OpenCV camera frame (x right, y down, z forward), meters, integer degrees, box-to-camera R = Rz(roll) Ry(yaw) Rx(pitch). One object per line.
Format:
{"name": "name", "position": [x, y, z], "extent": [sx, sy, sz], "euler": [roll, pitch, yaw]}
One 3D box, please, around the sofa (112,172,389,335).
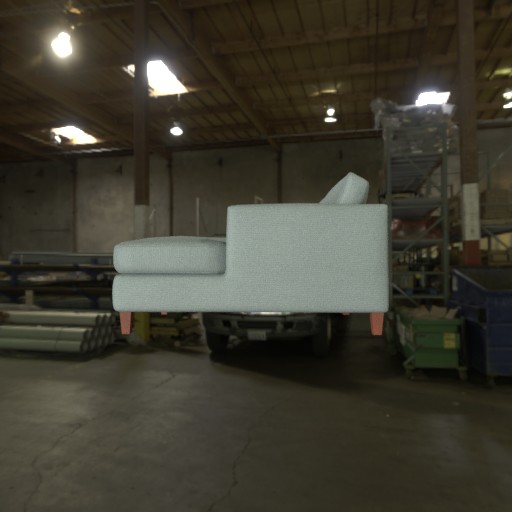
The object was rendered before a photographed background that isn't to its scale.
{"name": "sofa", "position": [0.000, 0.000, 4.212], "extent": [1.604, 0.950, 3.471], "euler": [0, -1, 1]}
